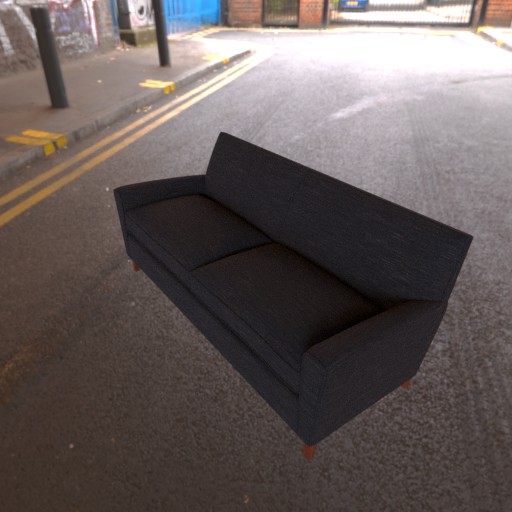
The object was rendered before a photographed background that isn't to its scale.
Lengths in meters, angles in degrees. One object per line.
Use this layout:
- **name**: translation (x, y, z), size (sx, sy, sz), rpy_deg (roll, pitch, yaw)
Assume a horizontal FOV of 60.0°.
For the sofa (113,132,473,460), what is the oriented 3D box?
- **sofa**: translation (0.000, 0.000, 2.501), size (0.875, 0.846, 1.976), rpy_deg (-21, 37, -30)
